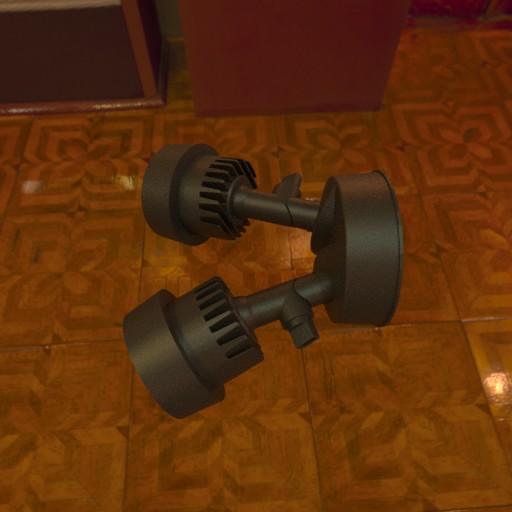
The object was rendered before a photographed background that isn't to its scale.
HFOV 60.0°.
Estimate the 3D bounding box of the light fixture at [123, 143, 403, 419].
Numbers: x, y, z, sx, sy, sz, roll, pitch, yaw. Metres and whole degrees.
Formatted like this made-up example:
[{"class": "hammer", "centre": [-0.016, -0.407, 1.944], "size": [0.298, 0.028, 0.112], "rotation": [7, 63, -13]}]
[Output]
[{"class": "light fixture", "centre": [0.000, 0.000, 0.313], "size": [0.168, 0.120, 0.213], "rotation": [-1, 58, -1]}]
